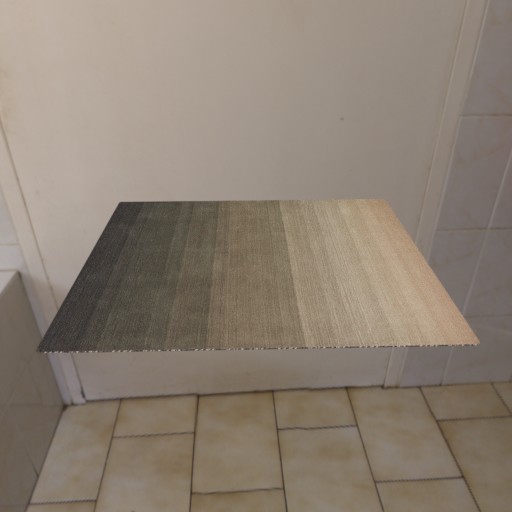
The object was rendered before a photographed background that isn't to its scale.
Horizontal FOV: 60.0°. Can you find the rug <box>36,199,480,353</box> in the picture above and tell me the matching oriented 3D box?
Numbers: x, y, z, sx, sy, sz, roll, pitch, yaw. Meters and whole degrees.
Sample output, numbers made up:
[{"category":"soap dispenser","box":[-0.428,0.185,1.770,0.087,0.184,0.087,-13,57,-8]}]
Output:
[{"category":"rug","box":[0.000,0.000,3.852,2.902,0.017,2.305,-1,32,-1]}]
